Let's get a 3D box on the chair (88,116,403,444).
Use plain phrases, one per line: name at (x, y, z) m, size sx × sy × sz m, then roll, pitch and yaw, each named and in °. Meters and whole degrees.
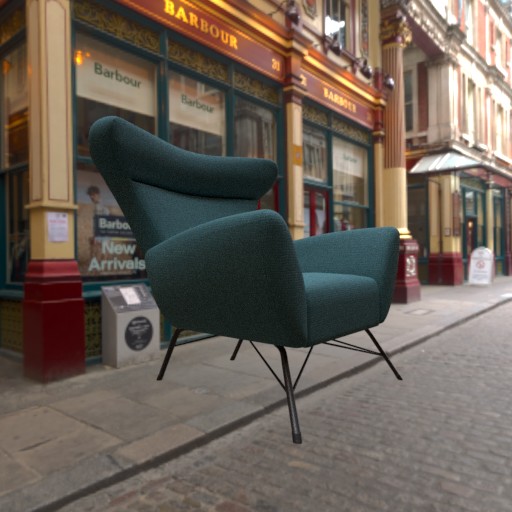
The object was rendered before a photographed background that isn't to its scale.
chair at (0.000, 0.000, 1.737) m, size 0.900 × 0.980 × 1.050 m, roll 0°, pitch 0°, yaw 38°
